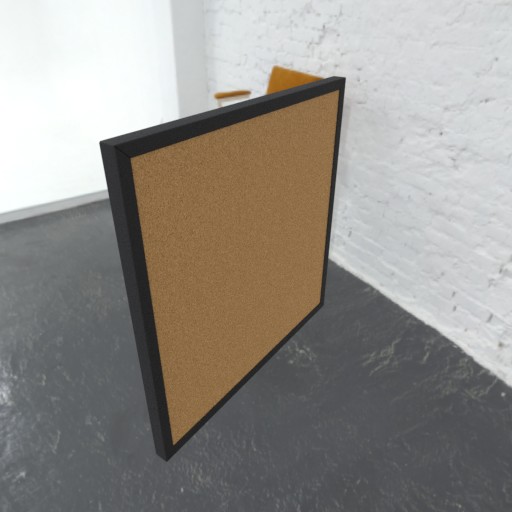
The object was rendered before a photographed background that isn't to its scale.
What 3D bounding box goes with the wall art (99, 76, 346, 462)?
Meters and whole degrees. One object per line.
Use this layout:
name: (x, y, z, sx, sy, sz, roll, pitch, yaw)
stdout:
wall art: (0.000, 0.000, 1.129, 0.037, 0.763, 0.763, 21, 37, 31)
